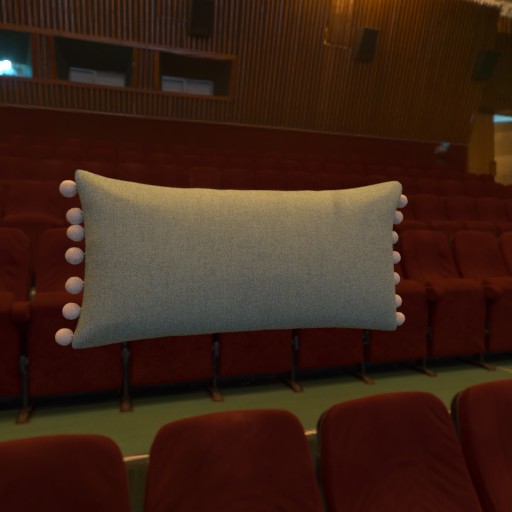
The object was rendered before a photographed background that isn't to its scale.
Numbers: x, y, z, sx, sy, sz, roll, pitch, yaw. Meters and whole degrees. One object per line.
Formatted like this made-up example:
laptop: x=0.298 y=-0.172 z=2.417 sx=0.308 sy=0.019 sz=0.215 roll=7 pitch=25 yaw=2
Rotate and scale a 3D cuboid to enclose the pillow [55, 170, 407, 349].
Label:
pillow: x=0.000 y=0.000 z=0.852 sx=0.709 sy=0.322 sz=0.201 roll=0 pitch=0 yaw=-19
